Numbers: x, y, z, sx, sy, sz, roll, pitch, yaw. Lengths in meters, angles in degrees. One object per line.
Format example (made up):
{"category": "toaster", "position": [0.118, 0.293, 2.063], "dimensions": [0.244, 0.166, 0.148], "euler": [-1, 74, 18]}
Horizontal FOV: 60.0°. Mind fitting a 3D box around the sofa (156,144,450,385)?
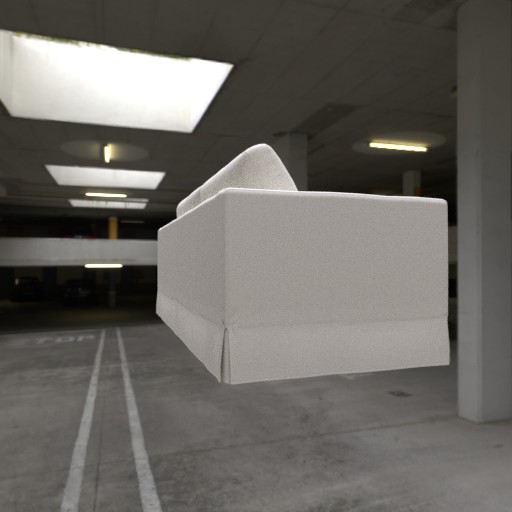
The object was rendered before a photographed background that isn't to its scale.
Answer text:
{"category": "sofa", "position": [0.000, 0.000, 2.642], "dimensions": [0.954, 0.881, 2.163], "euler": [0, -1, -18]}
